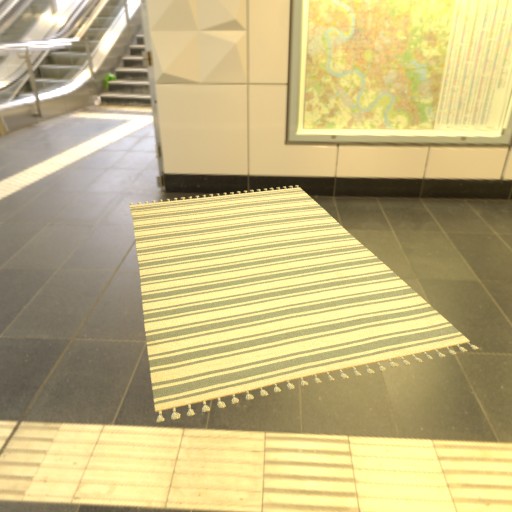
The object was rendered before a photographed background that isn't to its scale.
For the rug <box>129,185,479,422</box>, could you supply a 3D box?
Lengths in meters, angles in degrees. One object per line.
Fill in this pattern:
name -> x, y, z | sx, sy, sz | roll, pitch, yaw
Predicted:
rug -> 0.000, 0.000, 2.955 | 1.539, 0.011, 2.410 | -8, 30, -14
